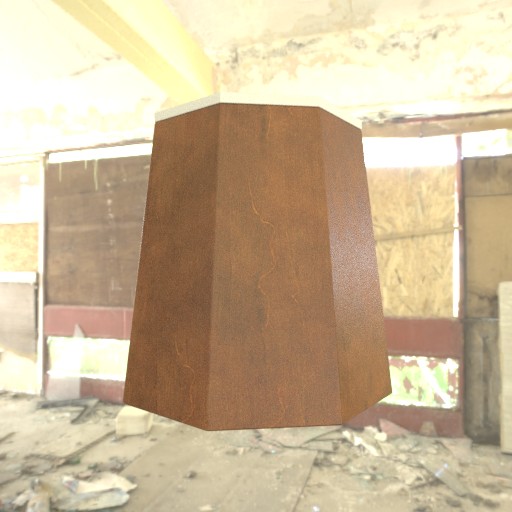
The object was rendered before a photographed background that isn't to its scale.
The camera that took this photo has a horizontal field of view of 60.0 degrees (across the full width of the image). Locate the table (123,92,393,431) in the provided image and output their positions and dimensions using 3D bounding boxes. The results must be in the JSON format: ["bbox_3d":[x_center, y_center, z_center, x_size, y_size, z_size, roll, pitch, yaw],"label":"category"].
[{"bbox_3d":[0.000,0.000,0.797,0.439,0.457,0.439,0,-1,36],"label":"table"}]
